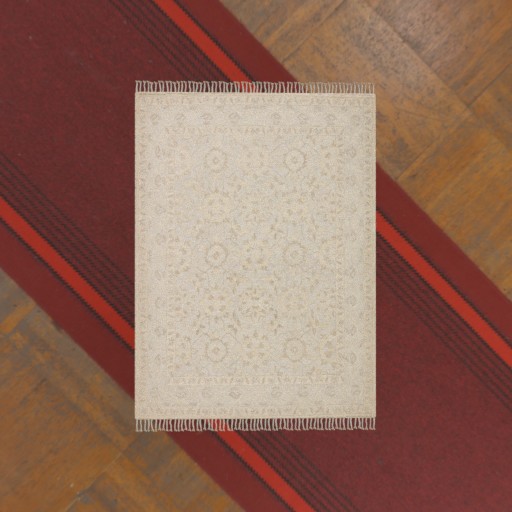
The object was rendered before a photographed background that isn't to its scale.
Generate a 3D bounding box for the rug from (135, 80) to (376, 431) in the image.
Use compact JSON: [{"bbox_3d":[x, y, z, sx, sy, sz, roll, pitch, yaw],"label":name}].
[{"bbox_3d":[0.000,0.000,2.254,1.223,0.015,1.771,0,90,-1],"label":"rug"}]
